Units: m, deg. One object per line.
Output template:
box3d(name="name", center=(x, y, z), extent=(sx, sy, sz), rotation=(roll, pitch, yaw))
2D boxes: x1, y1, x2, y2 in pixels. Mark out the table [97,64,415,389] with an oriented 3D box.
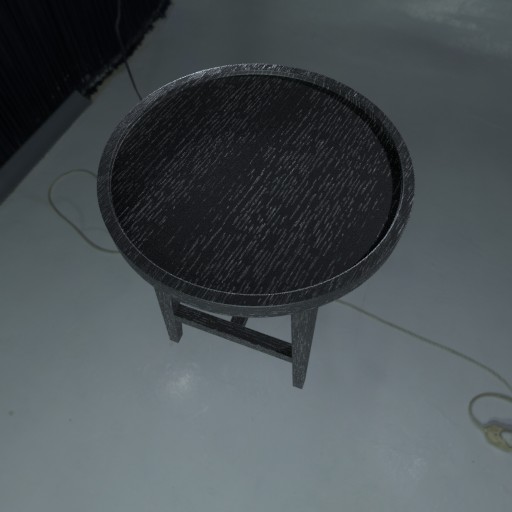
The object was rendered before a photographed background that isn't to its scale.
box3d(name="table", center=(0.000, 0.000, 0.761), extent=(0.399, 0.460, 0.399), rotation=(0, 59, 0))
